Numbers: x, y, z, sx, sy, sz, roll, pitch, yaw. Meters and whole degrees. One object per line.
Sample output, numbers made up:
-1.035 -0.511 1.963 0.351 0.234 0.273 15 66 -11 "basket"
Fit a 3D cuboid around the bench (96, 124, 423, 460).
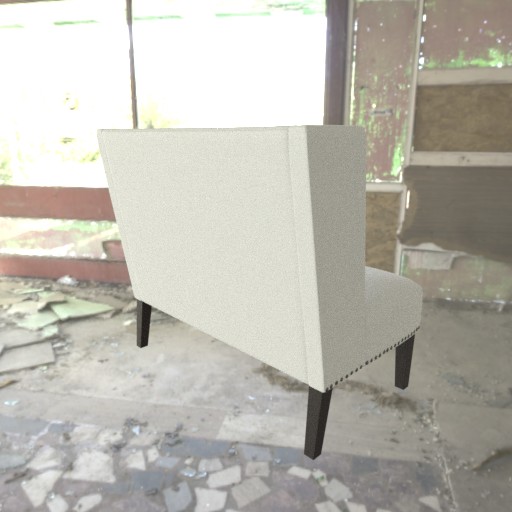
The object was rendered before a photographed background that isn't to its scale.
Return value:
0.000 0.000 2.027 0.847 1.123 1.280 -14 21 -42 "bench"
